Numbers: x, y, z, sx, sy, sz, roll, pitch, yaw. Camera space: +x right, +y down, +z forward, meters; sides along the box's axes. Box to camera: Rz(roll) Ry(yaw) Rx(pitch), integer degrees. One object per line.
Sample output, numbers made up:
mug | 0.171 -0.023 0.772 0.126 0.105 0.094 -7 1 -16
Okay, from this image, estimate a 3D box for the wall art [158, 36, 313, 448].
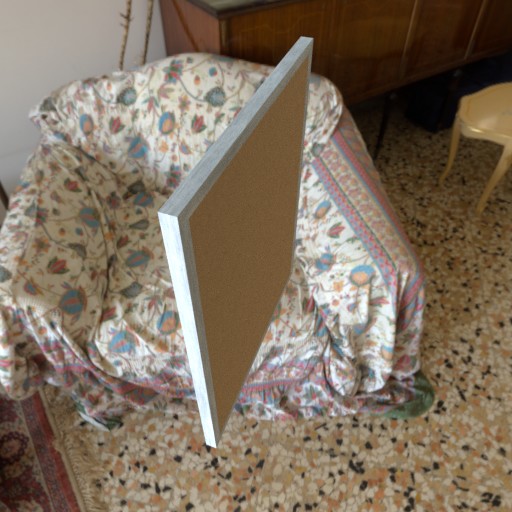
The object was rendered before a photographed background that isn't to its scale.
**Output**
wall art | 0.000 0.000 0.791 0.022 0.582 0.479 15 48 14
